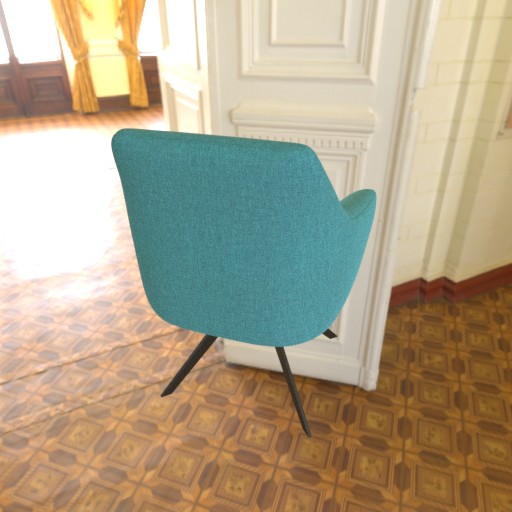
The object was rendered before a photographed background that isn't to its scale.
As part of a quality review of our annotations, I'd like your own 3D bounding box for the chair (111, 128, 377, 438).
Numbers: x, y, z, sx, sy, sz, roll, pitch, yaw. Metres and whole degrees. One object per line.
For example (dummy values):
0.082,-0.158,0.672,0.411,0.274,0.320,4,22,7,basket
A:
0.000,0.000,1.334,0.642,0.874,0.677,9,31,16,chair
